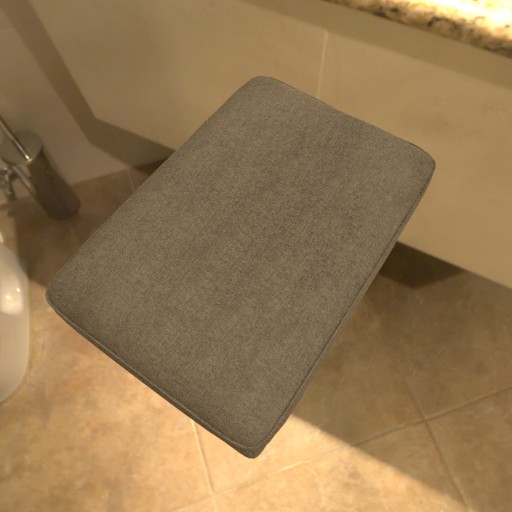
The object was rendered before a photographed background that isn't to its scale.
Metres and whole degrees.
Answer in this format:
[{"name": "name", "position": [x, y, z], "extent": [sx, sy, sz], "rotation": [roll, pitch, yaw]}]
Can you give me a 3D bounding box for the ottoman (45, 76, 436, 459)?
[{"name": "ottoman", "position": [0.000, 0.000, 1.139], "extent": [0.561, 0.457, 0.813], "rotation": [32, 69, 14]}]
